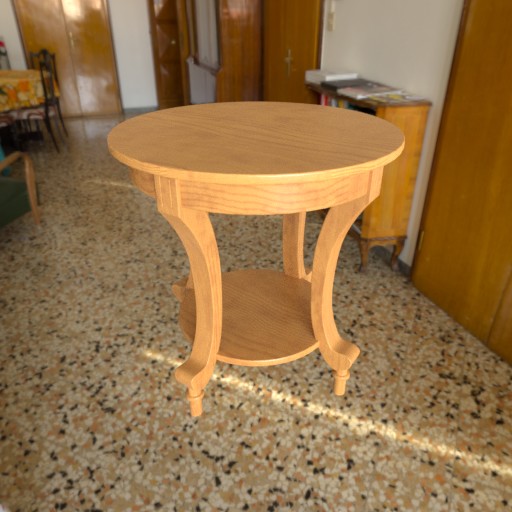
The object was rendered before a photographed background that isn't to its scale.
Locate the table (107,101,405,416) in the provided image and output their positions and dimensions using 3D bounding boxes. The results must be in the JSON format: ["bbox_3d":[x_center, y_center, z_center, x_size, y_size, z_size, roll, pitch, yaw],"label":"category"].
[{"bbox_3d":[0.000,0.000,1.073,0.597,0.612,0.597,0,29,0],"label":"table"}]
